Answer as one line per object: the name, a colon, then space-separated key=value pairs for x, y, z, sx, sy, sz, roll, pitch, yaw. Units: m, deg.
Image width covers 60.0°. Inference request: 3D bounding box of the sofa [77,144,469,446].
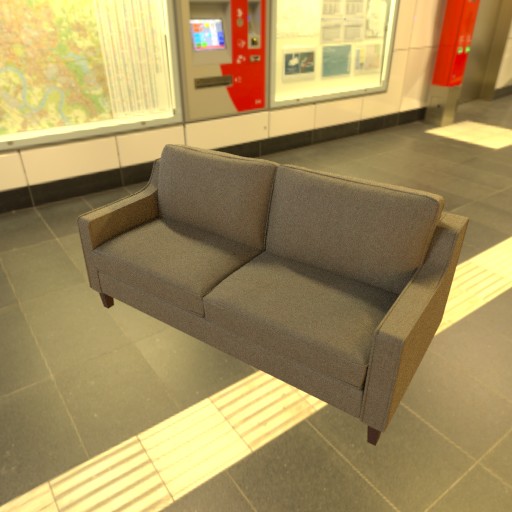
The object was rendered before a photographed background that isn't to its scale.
sofa: x=0.000 y=0.000 z=2.805 sx=2.181 sy=1.074 sz=1.073 roll=19 pitch=35 yaw=29
